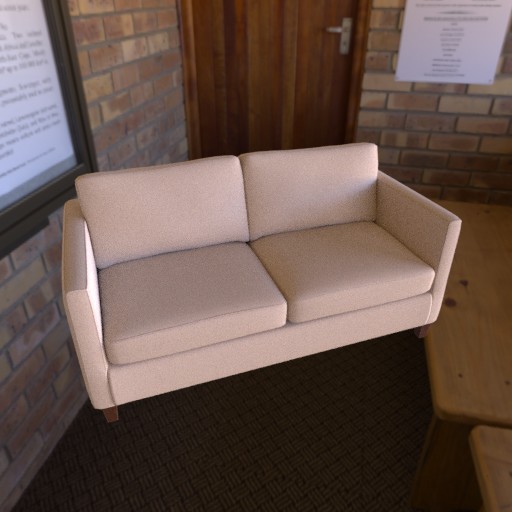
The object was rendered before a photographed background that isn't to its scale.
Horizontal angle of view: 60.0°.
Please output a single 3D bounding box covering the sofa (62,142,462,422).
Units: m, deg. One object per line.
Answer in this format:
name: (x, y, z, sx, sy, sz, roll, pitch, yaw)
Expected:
sofa: (0.000, 0.000, 2.210, 1.722, 0.888, 0.873, -10, 32, -17)
